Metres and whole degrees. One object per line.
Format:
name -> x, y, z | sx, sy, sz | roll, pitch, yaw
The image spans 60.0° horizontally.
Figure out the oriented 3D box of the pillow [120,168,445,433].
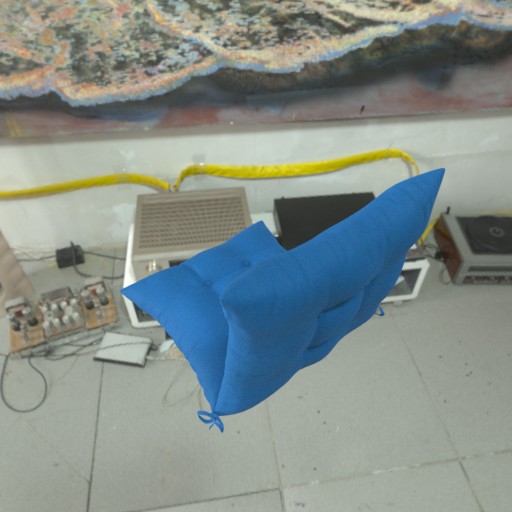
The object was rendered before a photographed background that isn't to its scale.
pillow -> 0.000, 0.000, 1.023 | 0.541, 0.536, 0.585 | -29, 52, -26
